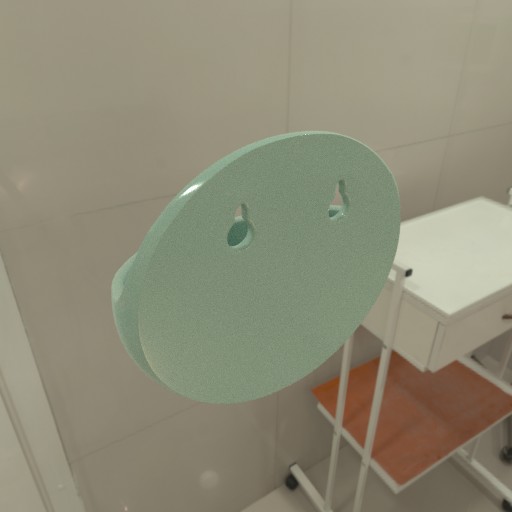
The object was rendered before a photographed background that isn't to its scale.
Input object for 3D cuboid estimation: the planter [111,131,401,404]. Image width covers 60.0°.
[{"bbox_3d":[0.000,0.000,0.275,0.189,0.164,0.073,-18,34,-29],"label":"planter"}]
